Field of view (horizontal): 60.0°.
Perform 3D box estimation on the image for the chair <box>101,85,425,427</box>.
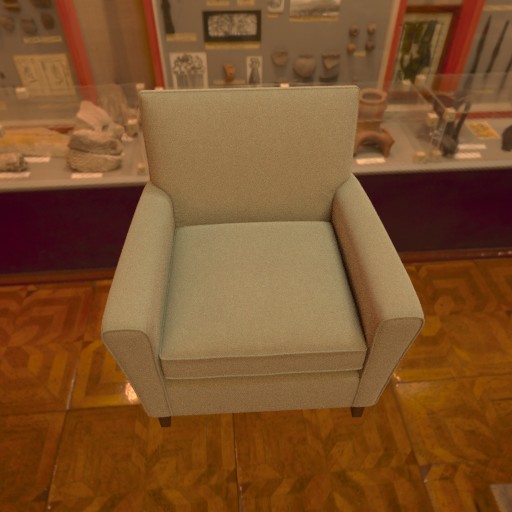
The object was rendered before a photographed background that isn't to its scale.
[{"bbox_3d":[0.000,0.000,1.545,0.840,0.846,0.871,-2,45,-2],"label":"chair"}]
